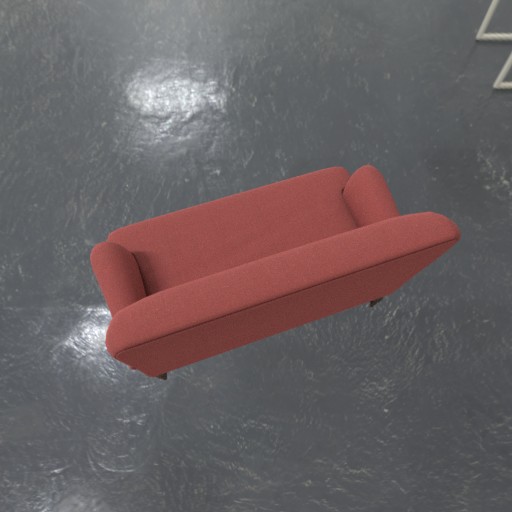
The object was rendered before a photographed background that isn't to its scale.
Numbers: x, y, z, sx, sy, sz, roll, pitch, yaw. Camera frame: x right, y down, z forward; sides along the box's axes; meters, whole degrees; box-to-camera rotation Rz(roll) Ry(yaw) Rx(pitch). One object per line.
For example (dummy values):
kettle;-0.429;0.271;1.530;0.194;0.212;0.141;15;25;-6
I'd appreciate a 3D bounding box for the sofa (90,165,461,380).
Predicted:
sofa;0.000;0.000;1.895;1.297;0.889;0.779;-18;62;-10
